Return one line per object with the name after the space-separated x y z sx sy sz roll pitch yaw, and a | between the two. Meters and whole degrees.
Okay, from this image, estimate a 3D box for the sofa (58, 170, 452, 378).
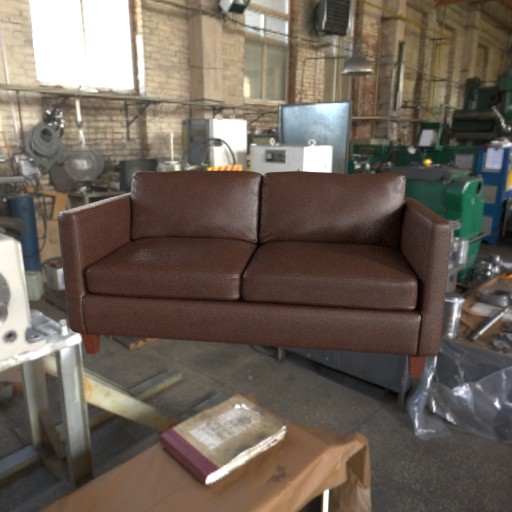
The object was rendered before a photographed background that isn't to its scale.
0.000 0.000 2.547 1.883 0.933 0.951 2 15 8 | sofa
